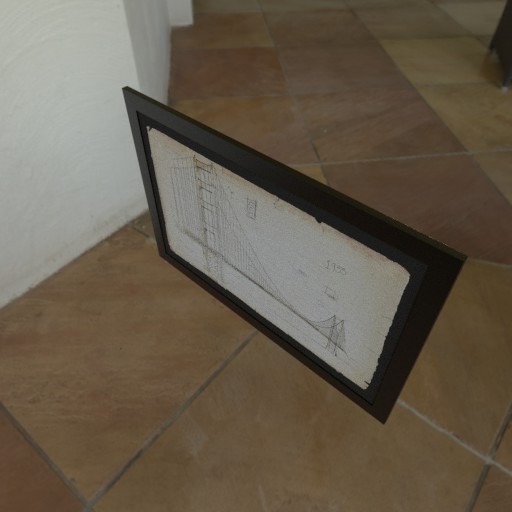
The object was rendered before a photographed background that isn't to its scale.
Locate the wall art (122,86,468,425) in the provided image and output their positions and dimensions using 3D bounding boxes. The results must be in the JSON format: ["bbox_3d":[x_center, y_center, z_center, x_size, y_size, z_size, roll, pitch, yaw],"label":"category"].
[{"bbox_3d":[0.000,0.000,0.831,0.660,0.447,0.013,33,54,28],"label":"wall art"}]
